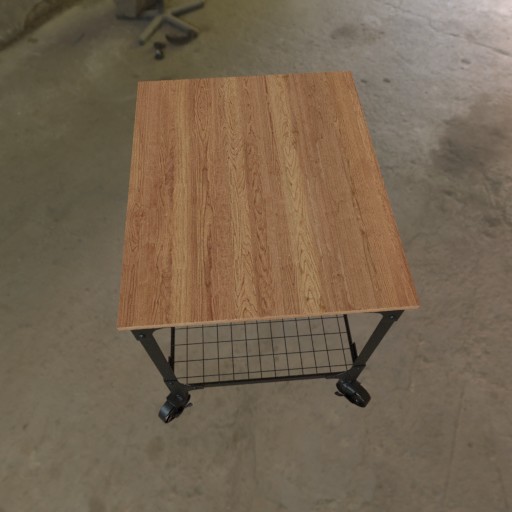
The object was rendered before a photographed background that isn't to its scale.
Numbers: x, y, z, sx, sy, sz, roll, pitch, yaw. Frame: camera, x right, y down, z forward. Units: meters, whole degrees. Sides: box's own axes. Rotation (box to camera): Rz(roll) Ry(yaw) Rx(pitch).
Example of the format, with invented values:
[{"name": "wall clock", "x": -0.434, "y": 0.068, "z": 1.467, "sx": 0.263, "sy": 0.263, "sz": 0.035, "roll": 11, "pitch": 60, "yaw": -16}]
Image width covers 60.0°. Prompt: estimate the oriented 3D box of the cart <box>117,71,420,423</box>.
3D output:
[{"name": "cart", "x": 0.000, "y": 0.000, "z": 1.109, "sx": 0.558, "sy": 0.603, "sz": 0.666, "roll": -4, "pitch": 59, "yaw": -2}]
